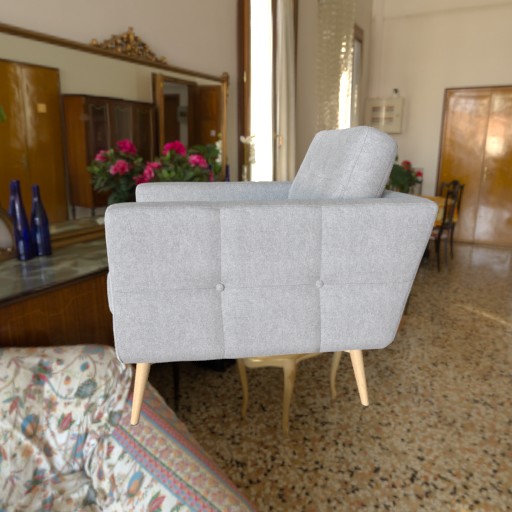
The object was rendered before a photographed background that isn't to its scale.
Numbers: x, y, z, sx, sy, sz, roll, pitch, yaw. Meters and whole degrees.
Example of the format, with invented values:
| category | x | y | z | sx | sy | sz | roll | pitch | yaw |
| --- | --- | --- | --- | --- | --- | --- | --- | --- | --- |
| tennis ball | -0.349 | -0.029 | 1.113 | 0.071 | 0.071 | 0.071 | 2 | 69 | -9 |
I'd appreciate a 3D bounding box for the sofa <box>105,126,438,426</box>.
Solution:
| category | x | y | z | sx | sy | sz | roll | pitch | yaw |
| --- | --- | --- | --- | --- | --- | --- | --- | --- | --- |
| sofa | 0.000 | 0.000 | 1.548 | 0.920 | 0.860 | 0.770 | -2 | 14 | -8 |
